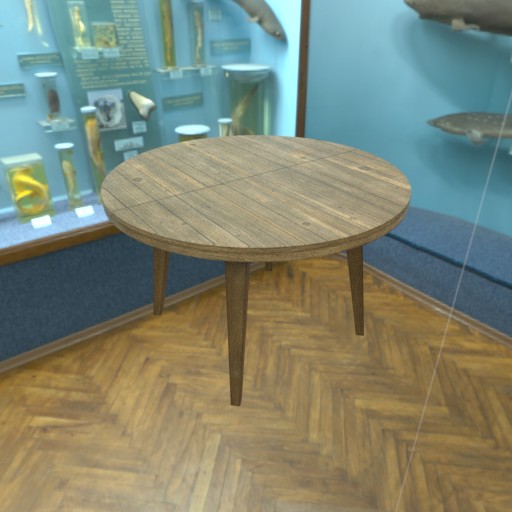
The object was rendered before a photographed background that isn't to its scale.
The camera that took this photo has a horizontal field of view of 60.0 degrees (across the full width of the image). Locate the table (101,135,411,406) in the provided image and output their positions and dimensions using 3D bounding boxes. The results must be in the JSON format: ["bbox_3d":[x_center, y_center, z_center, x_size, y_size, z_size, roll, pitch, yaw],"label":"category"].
[{"bbox_3d":[0.000,0.000,2.001,1.213,0.764,1.213,0,30,0],"label":"table"}]
